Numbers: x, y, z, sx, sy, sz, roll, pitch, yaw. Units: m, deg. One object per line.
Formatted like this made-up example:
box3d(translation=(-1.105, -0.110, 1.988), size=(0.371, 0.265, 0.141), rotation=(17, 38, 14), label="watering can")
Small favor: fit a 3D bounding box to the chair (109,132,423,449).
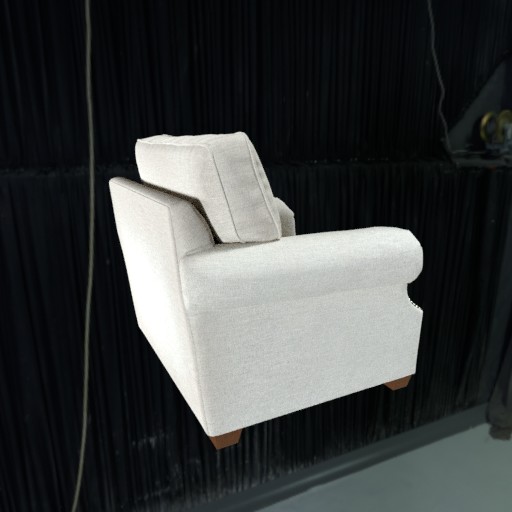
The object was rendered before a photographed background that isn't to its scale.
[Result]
box3d(translation=(0.000, 0.000, 1.806), size=(0.965, 0.961, 1.092), rotation=(-7, 16, -26), label="chair")
